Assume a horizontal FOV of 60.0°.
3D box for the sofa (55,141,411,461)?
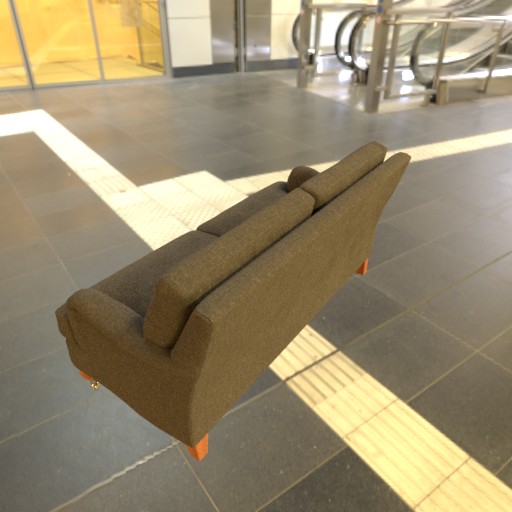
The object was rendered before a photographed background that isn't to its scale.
[{"bbox_3d":[0.000,0.000,2.723,1.087,1.054,2.160,20,37,29],"label":"sofa"}]
